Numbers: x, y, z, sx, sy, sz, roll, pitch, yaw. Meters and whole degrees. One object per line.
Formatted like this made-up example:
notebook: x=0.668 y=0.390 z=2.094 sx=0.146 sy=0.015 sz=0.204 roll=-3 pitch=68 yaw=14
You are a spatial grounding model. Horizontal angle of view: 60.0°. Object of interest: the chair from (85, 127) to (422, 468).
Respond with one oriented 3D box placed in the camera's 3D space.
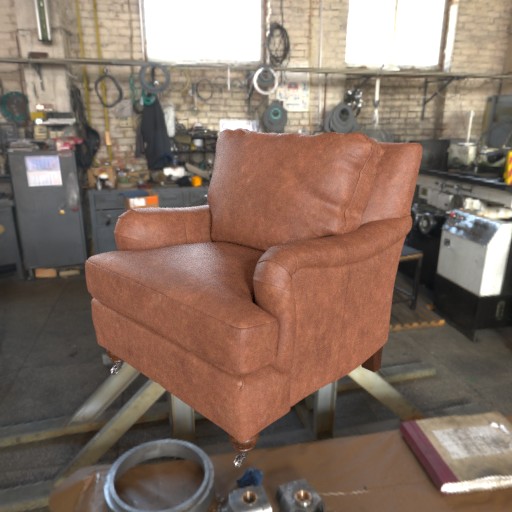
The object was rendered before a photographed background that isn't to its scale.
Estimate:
chair: x=0.000 y=0.000 z=1.916 sx=0.986 sy=1.055 sz=1.158 roll=16 pitch=23 yaw=41
